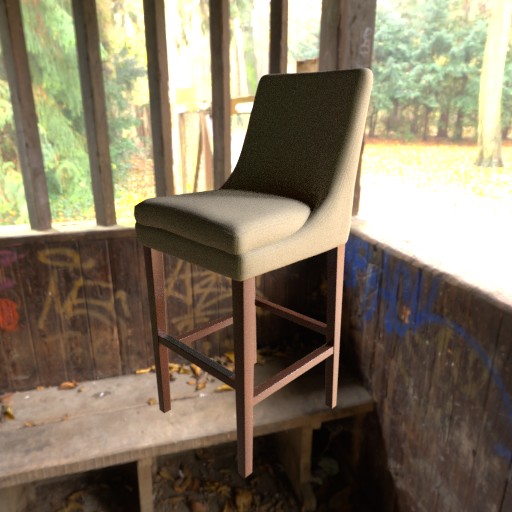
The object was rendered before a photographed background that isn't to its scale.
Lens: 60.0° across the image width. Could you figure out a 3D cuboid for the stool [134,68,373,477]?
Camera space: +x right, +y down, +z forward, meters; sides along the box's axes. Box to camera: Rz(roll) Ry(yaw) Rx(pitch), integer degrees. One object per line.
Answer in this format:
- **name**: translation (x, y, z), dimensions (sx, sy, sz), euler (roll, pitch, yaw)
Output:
- **stool**: translation (0.000, 0.000, 1.367), dimensions (0.470, 1.078, 0.577), euler (17, 25, 42)
